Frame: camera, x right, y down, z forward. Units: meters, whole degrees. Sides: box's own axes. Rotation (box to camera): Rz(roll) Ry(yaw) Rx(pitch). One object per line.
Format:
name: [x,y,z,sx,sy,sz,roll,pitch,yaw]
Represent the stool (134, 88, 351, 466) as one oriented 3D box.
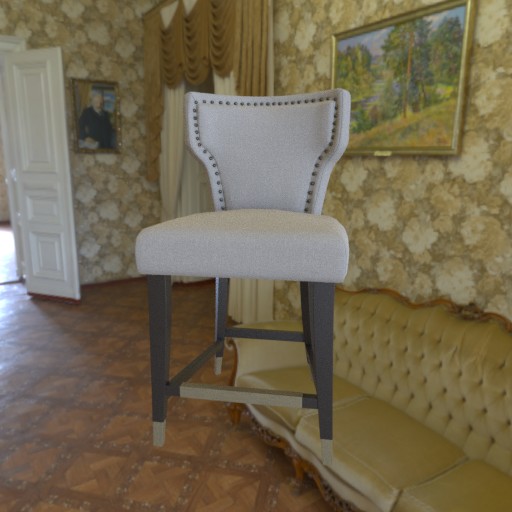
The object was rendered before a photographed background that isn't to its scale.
stool: [0.000,0.000,1.318,0.527,0.982,0.563,2,12,10]
